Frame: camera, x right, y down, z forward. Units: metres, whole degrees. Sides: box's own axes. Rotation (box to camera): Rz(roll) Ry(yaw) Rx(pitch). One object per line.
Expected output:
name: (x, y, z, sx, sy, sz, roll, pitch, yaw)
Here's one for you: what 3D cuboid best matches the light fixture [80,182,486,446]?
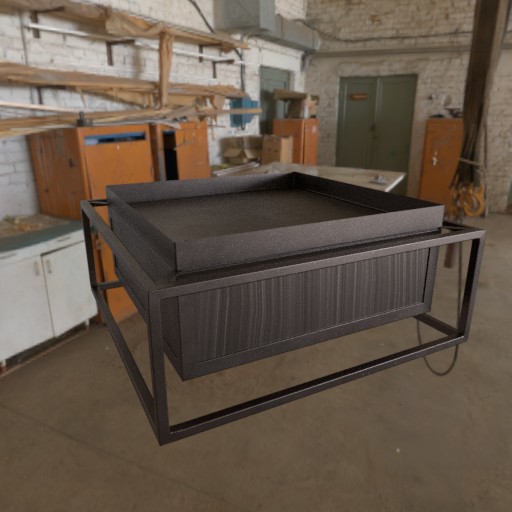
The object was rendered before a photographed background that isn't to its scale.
light fixture: (0.000, 0.000, 0.681, 0.441, 0.191, 0.441, -9, 21, -26)
